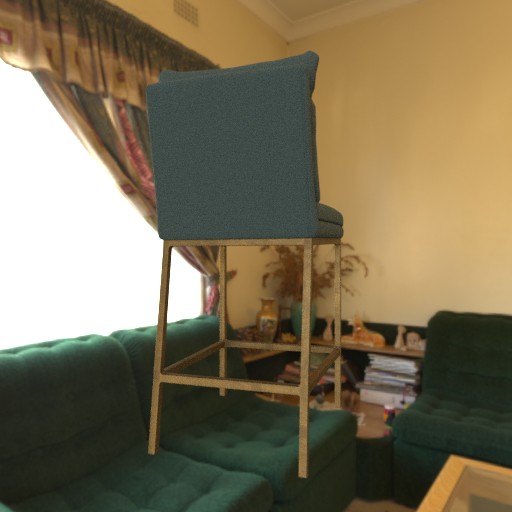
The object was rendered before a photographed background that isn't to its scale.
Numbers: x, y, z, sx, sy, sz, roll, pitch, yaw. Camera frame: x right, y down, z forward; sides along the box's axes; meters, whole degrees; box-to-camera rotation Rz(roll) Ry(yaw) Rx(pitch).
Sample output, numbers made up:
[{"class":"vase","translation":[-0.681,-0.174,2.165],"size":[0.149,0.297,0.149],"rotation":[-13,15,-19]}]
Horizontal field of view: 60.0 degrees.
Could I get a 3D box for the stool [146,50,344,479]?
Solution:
[{"class":"stool","translation":[0.000,0.000,1.344],"size":[0.463,1.032,0.568],"rotation":[0,0,18]}]
